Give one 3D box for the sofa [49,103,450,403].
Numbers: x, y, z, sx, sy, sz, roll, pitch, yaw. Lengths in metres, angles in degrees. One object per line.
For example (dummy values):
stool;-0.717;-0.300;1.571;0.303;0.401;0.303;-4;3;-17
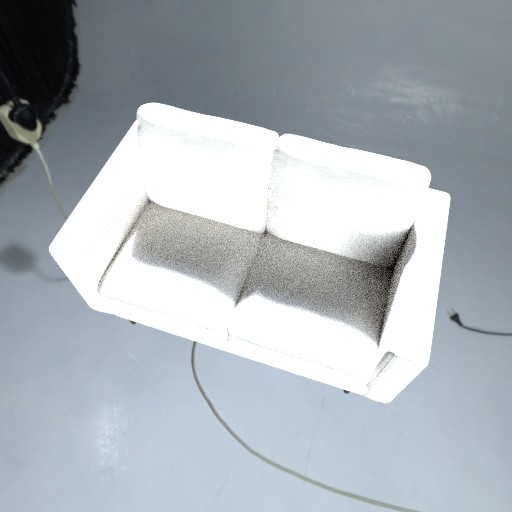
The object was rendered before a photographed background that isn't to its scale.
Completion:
sofa;0.000;0.000;1.932;1.430;0.908;0.796;16;60;10
